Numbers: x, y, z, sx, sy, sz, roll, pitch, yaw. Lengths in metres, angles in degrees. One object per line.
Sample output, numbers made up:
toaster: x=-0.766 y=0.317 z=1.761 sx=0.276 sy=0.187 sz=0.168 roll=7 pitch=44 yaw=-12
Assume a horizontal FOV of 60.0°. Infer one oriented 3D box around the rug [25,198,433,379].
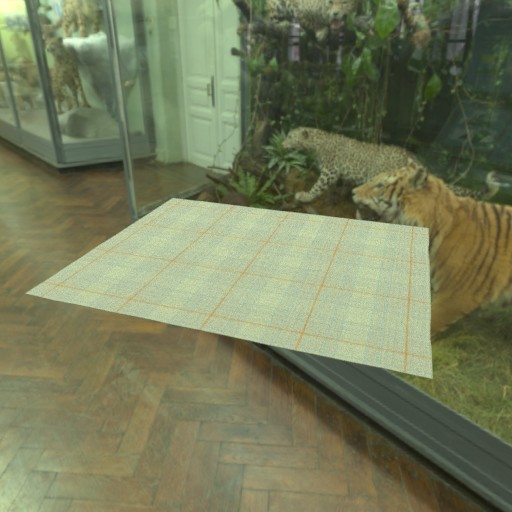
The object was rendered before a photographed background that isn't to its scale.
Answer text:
rug: x=0.000 y=0.000 z=4.113 sx=3.051 sy=0.021 sz=2.448 roll=9 pitch=28 yaw=17
